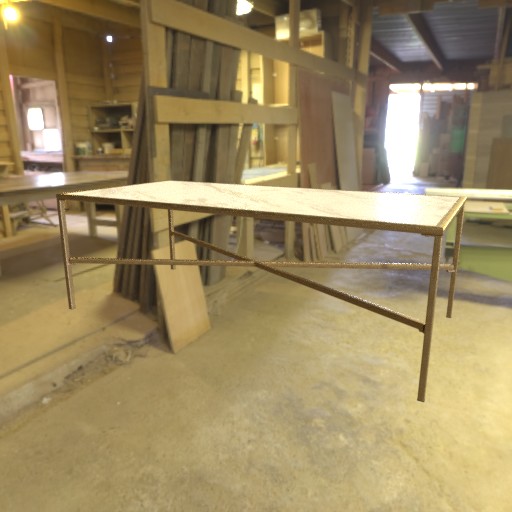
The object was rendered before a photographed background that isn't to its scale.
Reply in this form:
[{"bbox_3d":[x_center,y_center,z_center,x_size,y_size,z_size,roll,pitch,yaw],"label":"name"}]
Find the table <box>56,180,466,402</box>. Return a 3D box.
[{"bbox_3d":[0.000,0.000,1.483,1.197,0.405,0.577,8,17,28],"label":"table"}]
